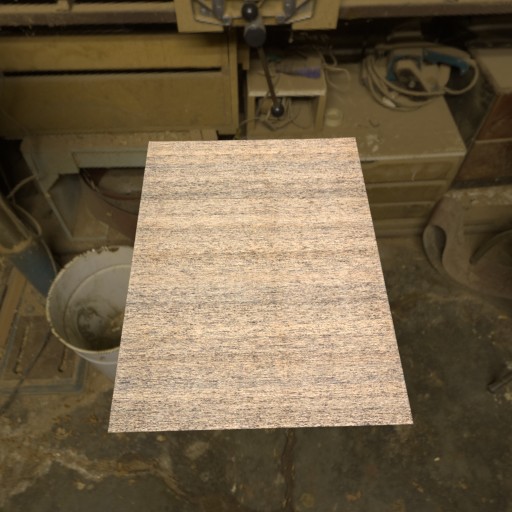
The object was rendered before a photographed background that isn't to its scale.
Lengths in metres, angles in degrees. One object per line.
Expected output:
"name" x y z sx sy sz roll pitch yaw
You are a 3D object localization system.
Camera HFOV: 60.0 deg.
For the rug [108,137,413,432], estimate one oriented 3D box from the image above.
"rug" 0.000 0.000 4.344 2.414 0.036 3.199 -1 58 -1
